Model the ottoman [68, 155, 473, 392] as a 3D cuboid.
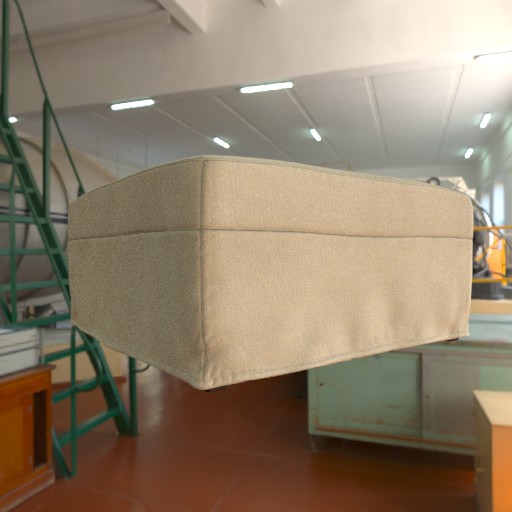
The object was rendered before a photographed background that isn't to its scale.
[{"bbox_3d":[0.000,0.000,1.251,0.842,0.441,0.843,0,0,-36],"label":"ottoman"}]
